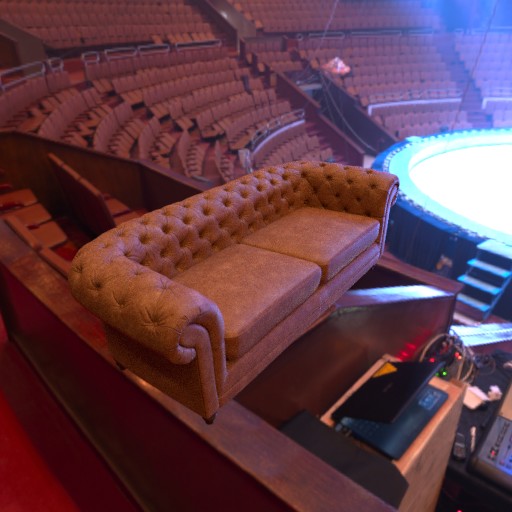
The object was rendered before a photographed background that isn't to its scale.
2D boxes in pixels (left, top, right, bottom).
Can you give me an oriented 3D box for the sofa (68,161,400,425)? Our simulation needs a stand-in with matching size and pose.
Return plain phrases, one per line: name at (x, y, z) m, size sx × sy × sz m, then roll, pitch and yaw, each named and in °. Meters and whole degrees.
sofa at (0.000, 0.000, 2.835) m, size 0.989 × 0.760 × 2.365 m, roll 19°, pitch 33°, yaw 32°
